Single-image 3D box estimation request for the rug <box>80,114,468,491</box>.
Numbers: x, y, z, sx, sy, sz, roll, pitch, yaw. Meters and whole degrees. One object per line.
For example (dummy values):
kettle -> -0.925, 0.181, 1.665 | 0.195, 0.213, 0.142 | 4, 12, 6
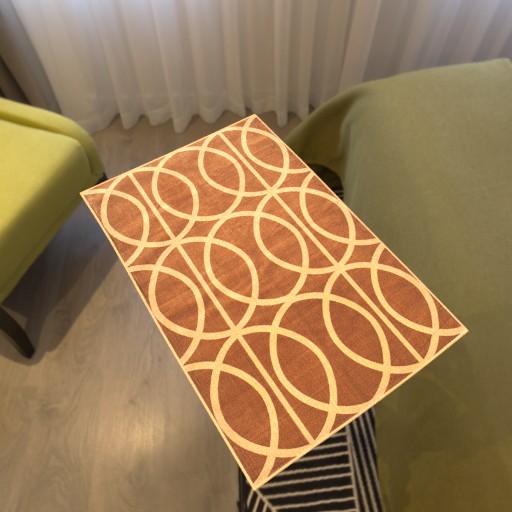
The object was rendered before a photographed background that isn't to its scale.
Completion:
rug -> 0.000, 0.000, 2.901 | 1.526, 0.014, 2.290 | -29, 62, -17
